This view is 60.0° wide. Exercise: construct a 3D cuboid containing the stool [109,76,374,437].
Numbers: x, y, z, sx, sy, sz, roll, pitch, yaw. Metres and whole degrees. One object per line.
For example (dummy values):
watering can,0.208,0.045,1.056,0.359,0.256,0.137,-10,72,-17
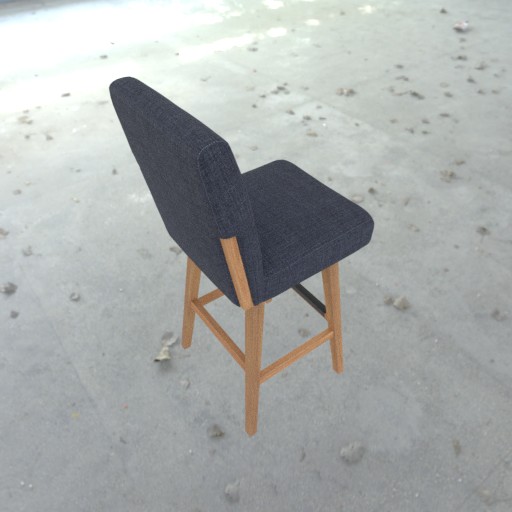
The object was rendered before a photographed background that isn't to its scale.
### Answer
stool,0.000,0.000,1.388,0.570,1.112,0.483,-26,48,-26
